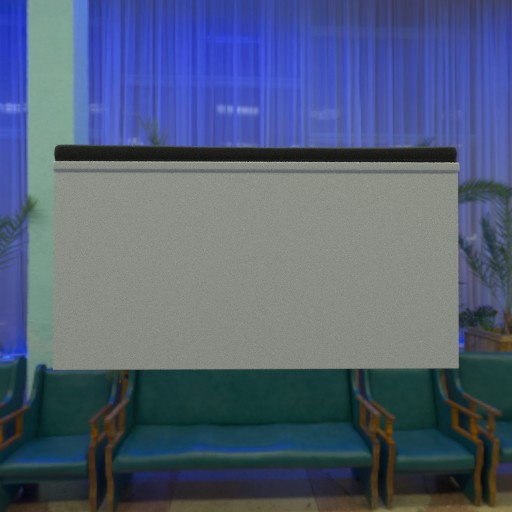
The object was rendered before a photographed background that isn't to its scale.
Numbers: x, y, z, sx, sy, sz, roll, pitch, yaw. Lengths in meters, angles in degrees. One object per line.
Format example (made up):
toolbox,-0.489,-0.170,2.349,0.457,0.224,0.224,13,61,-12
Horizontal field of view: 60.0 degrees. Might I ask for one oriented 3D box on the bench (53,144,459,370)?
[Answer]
bench,0.000,0.000,1.173,0.899,0.500,0.401,0,-1,-1
